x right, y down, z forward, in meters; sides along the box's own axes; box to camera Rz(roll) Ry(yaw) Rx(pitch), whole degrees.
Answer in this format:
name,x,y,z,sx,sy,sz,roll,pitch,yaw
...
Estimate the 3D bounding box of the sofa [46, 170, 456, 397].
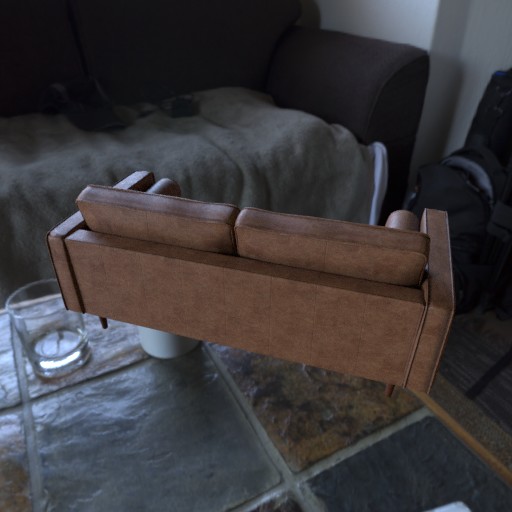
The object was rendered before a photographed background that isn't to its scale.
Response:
name,x,y,z,sx,sy,sz,roll,pitch,yaw
sofa,0.000,0.000,2.394,1.920,0.825,0.924,10,34,15
